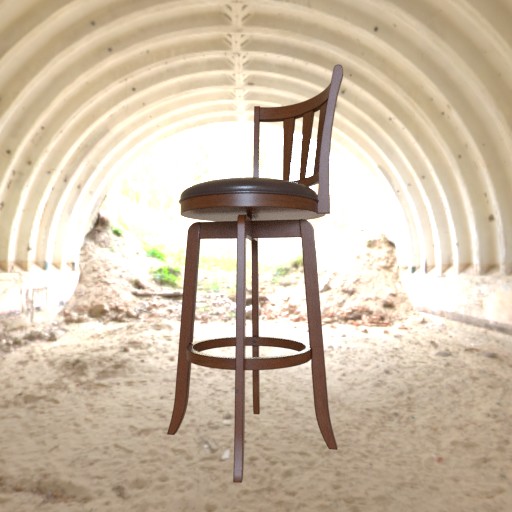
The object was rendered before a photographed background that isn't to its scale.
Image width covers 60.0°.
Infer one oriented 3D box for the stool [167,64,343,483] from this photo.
[{"bbox_3d":[0.000,0.000,1.441,0.503,1.177,0.464,1,-2,-36],"label":"stool"}]
